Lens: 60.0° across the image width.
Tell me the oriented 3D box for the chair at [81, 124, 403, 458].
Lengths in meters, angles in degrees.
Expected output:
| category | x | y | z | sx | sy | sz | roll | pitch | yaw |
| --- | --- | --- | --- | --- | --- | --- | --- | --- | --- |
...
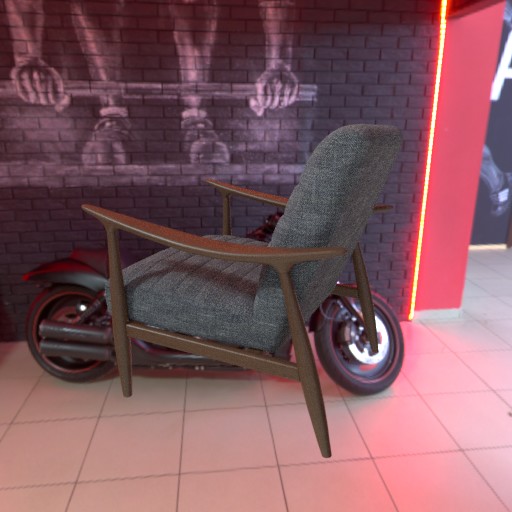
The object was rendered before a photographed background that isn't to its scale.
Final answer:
| category | x | y | z | sx | sy | sz | roll | pitch | yaw |
| --- | --- | --- | --- | --- | --- | --- | --- | --- | --- |
| chair | 0.000 | 0.000 | 1.454 | 0.798 | 0.832 | 0.741 | 8 | 19 | 25 |
